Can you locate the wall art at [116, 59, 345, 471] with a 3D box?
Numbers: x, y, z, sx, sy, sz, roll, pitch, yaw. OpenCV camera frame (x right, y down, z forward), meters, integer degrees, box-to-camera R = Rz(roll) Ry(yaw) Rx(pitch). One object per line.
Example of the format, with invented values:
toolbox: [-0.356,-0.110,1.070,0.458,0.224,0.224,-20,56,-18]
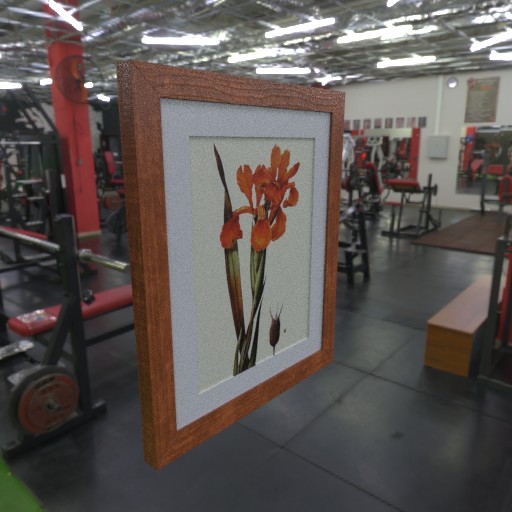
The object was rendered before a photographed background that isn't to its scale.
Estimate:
wall art: [0.000,0.000,0.765,0.033,0.567,0.467,13,19,41]
